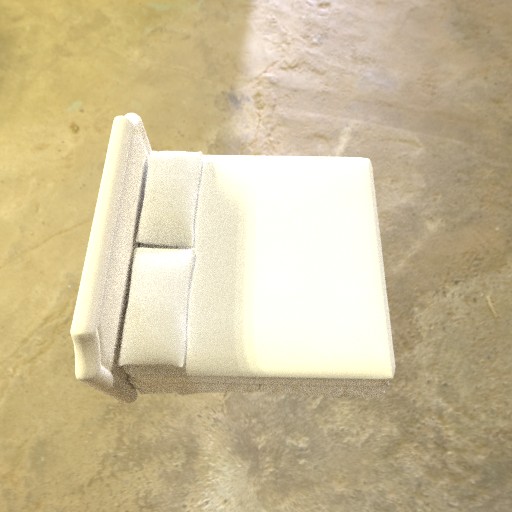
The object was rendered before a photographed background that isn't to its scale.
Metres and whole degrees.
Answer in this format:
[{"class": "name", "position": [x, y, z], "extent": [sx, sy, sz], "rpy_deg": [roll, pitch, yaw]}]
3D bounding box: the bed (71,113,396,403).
[{"class": "bed", "position": [0.000, 0.000, 3.563], "extent": [2.204, 1.301, 2.160], "rpy_deg": [1, 64, 0]}]
